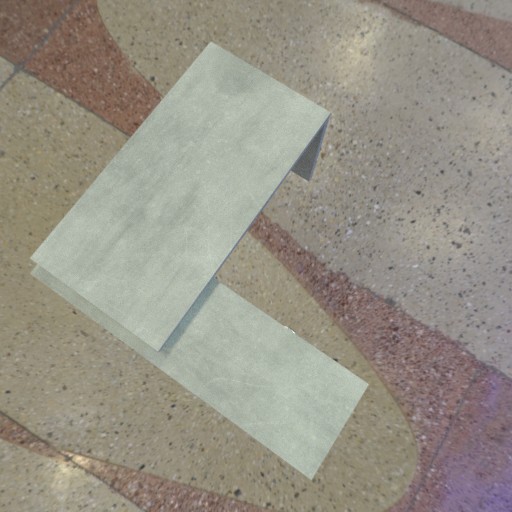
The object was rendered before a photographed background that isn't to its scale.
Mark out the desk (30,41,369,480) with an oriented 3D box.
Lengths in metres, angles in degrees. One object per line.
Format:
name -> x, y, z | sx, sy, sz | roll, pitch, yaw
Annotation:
desk -> 0.000, 0.000, 2.303 | 1.500, 0.740, 1.400 | 34, 78, 8
